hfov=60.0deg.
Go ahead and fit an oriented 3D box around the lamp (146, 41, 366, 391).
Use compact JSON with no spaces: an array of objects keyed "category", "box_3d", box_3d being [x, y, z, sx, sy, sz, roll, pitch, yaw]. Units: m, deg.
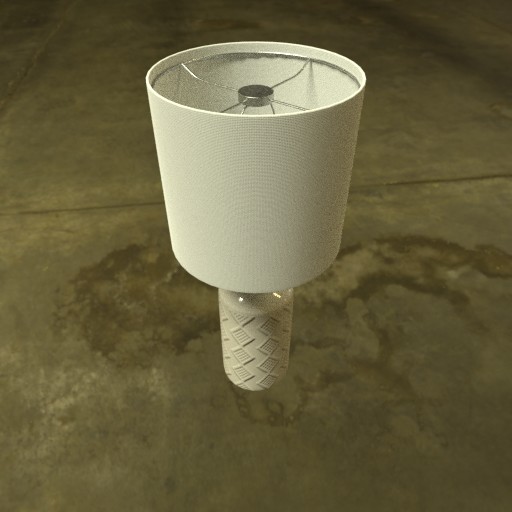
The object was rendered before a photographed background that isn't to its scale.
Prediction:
[{"category":"lamp","box_3d":[0.000,0.000,0.572,0.207,0.461,0.207,26,47,27]}]
